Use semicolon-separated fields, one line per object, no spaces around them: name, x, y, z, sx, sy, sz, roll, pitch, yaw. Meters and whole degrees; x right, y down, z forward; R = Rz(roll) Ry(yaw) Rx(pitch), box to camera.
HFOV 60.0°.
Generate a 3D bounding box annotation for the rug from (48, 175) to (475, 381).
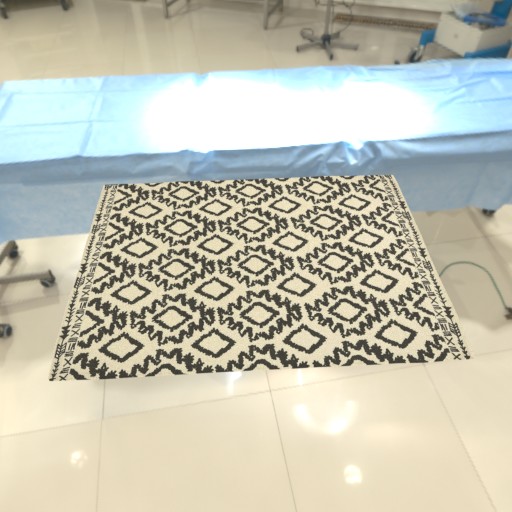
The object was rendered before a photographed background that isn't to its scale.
rug;0.000;0.000;4.273;3.369;0.036;2.444;-2;47;-2
